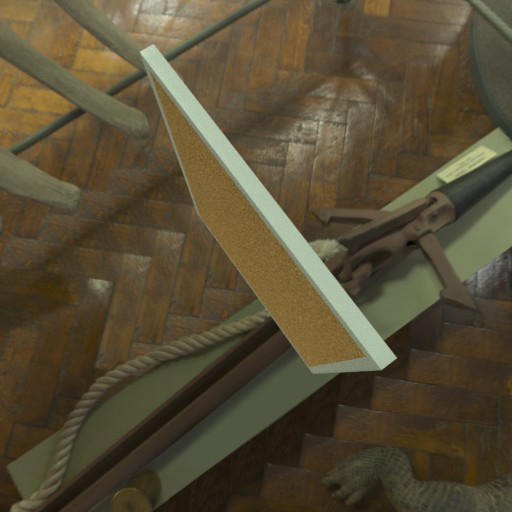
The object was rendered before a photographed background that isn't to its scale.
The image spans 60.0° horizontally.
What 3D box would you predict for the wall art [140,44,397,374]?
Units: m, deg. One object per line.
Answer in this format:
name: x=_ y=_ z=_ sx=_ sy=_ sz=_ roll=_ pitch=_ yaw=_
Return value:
wall art: x=0.000 y=0.000 z=0.732 sx=0.020 sy=0.536 sz=0.444 roll=-34 pitch=77 yaw=-9
